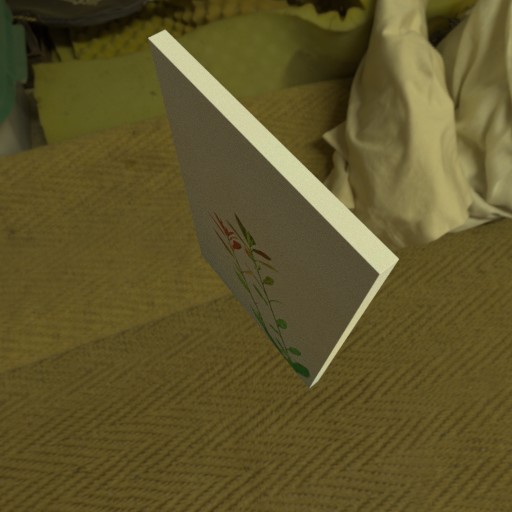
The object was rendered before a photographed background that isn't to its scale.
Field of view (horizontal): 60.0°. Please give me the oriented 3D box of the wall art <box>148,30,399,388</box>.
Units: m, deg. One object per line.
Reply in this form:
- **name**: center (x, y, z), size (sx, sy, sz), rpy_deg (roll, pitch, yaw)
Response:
- **wall art**: center (0.000, 0.000, 1.139), size (0.039, 0.915, 0.612), rpy_deg (-35, 69, -16)
